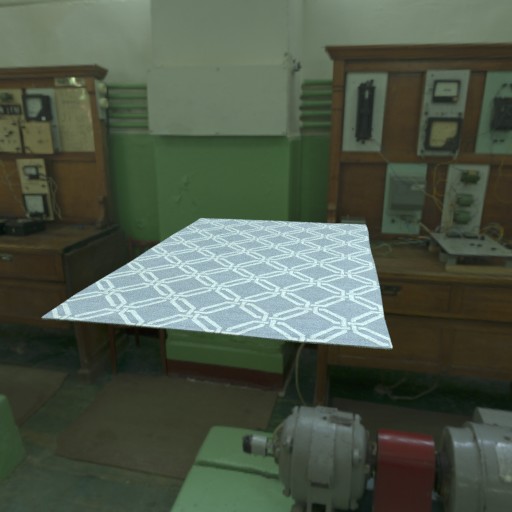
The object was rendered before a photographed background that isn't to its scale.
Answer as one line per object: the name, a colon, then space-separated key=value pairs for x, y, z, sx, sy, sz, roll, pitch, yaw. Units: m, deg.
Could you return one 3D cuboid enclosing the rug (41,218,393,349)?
rug: x=0.000 y=0.000 z=2.202 sx=1.148 sy=0.010 sz=1.754 roll=3 pitch=16 yaw=10
